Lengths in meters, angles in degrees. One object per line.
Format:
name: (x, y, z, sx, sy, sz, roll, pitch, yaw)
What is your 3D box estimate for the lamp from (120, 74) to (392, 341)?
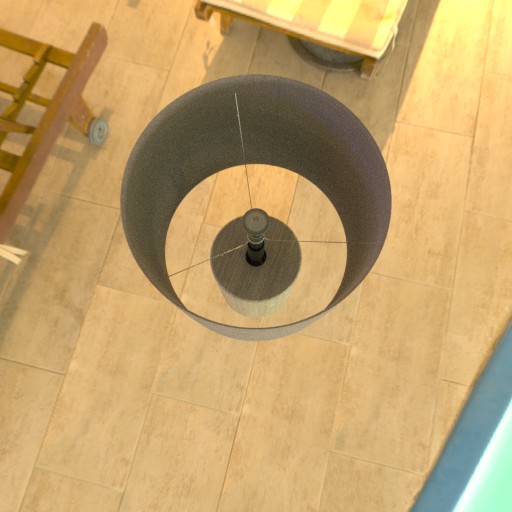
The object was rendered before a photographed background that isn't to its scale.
lamp: (0.000, 0.000, 0.585, 0.228, 0.444, 0.228, 19, 77, 5)
